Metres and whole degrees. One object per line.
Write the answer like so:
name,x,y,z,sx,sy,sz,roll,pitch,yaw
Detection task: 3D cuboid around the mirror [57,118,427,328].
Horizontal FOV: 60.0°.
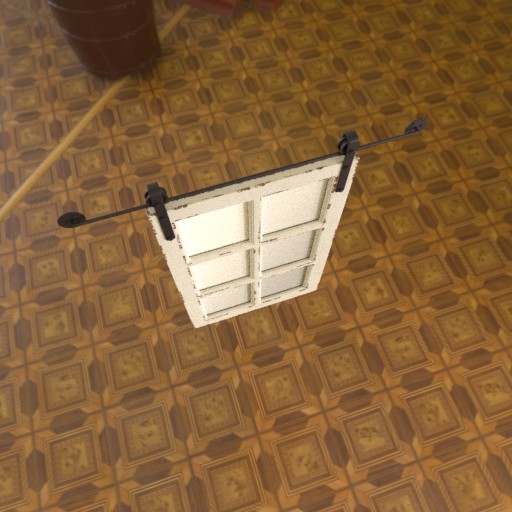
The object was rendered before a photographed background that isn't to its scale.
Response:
mirror,0.000,0.000,1.250,0.808,0.844,0.037,-17,65,-8
